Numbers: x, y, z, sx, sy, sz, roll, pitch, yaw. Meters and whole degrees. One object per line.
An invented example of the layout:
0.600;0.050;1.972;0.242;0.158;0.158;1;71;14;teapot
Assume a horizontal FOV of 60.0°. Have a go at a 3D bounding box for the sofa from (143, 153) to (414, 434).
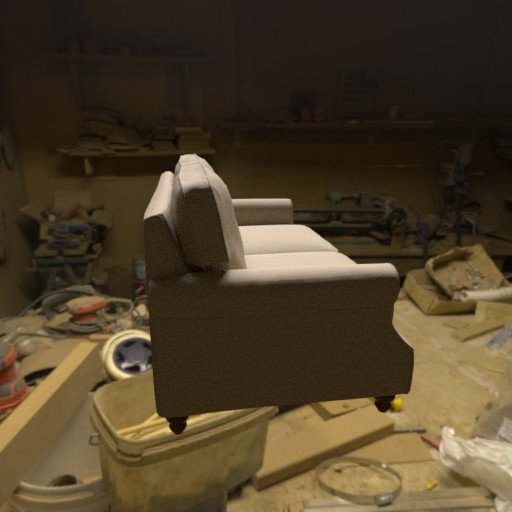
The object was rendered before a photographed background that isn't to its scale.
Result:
0.000;0.000;2.220;0.964;0.937;1.665;-3;16;-9;sofa
